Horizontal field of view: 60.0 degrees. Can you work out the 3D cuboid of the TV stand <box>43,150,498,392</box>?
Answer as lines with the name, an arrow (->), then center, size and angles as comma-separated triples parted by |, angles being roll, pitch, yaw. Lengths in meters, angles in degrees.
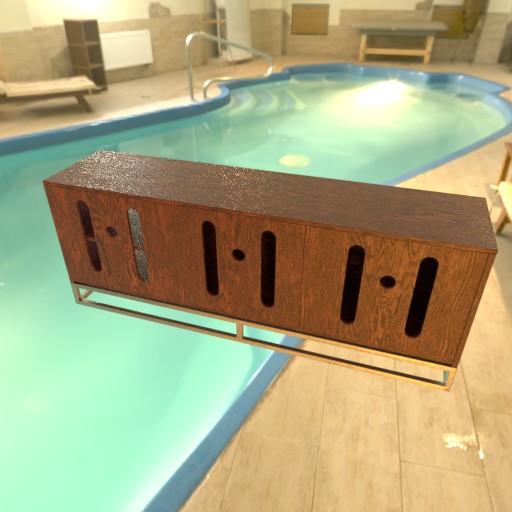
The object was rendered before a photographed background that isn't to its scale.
TV stand -> 0.000, 0.000, 1.739 | 1.541, 0.578, 0.382 | 10, 34, 15
